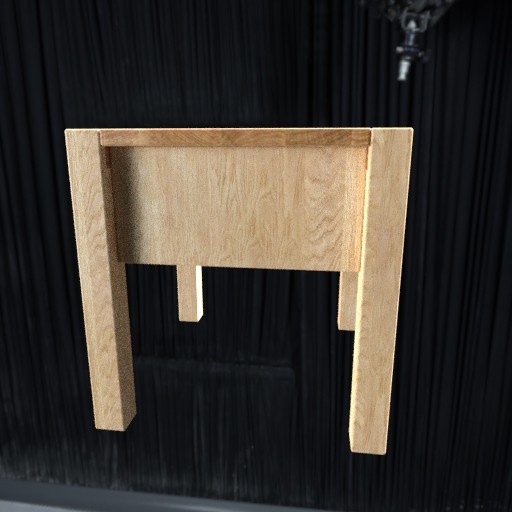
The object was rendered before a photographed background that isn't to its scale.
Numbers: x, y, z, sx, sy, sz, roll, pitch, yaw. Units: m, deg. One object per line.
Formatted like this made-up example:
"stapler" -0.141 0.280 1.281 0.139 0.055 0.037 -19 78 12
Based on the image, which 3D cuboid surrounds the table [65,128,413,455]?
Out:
"table" 0.000 0.000 0.835 0.440 0.450 0.480 2 15 8
